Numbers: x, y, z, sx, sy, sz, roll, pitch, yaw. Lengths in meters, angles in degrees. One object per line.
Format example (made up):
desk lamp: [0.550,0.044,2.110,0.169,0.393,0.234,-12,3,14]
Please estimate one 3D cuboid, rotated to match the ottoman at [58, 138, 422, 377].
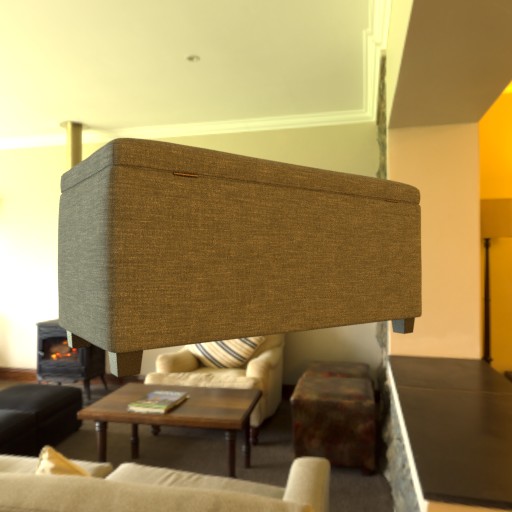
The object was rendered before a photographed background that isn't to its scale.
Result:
ottoman: [0.000,0.000,1.158,0.902,0.432,0.419,1,-1,-36]
